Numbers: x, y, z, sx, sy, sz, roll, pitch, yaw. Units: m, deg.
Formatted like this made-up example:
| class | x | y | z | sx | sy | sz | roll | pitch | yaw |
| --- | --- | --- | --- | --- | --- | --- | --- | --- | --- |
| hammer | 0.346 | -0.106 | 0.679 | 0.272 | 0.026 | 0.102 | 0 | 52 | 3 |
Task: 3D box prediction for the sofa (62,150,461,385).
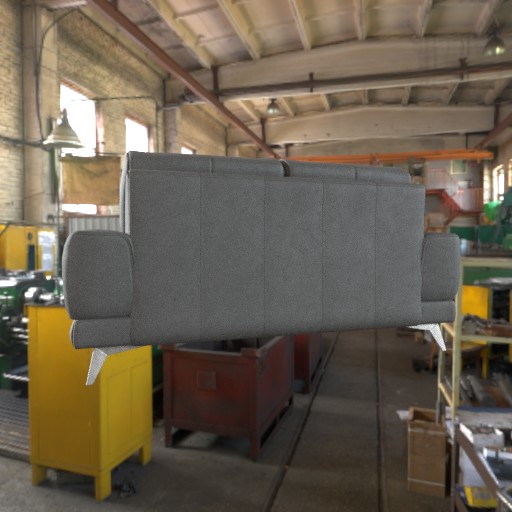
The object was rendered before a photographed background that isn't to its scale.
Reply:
| class | x | y | z | sx | sy | sz | roll | pitch | yaw |
| --- | --- | --- | --- | --- | --- | --- | --- | --- | --- |
| sofa | 0.000 | 0.000 | 2.320 | 1.806 | 0.907 | 1.018 | -1 | 2 | -19 |
